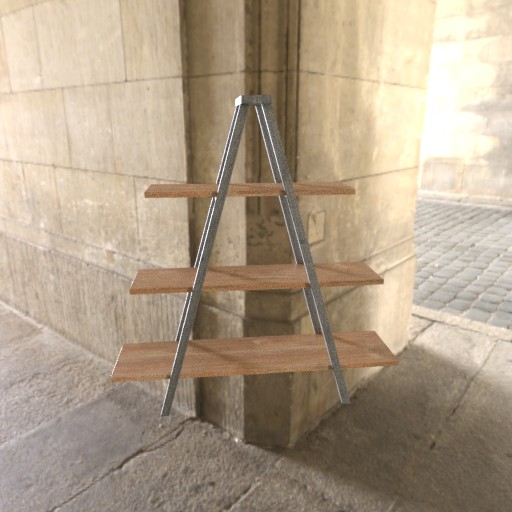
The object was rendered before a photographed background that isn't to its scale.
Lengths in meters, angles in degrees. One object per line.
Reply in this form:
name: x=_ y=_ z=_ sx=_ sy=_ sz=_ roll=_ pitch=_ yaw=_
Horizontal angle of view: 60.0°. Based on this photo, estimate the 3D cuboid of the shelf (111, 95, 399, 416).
shelf: x=0.000 y=0.000 z=2.678 sx=1.746 sy=1.808 sz=0.508 roll=-2 pitch=17 yaw=-6
